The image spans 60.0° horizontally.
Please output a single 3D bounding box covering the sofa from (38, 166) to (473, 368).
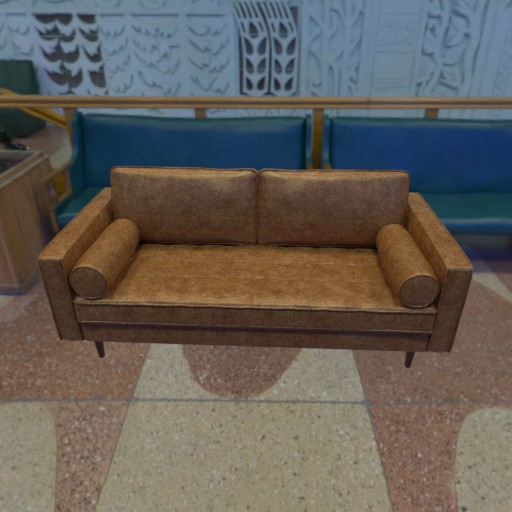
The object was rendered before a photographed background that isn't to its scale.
[{"bbox_3d":[0.000,0.000,2.392,1.920,0.825,0.924,1,29,2],"label":"sofa"}]
